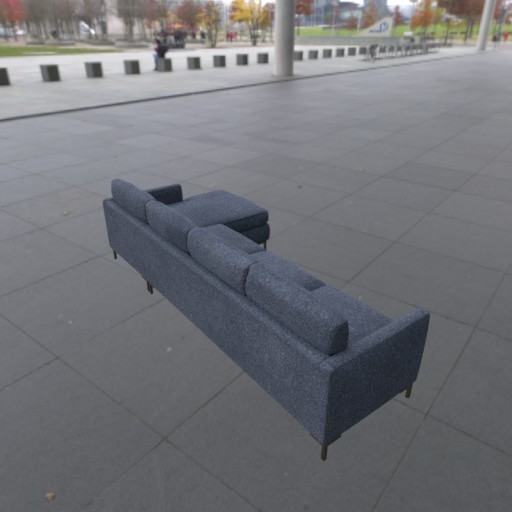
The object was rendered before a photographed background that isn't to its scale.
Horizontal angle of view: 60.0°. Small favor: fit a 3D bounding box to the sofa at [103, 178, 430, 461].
[{"bbox_3d":[0.000,0.000,3.461,1.350,0.810,2.932,-19,33,-33],"label":"sofa"}]
